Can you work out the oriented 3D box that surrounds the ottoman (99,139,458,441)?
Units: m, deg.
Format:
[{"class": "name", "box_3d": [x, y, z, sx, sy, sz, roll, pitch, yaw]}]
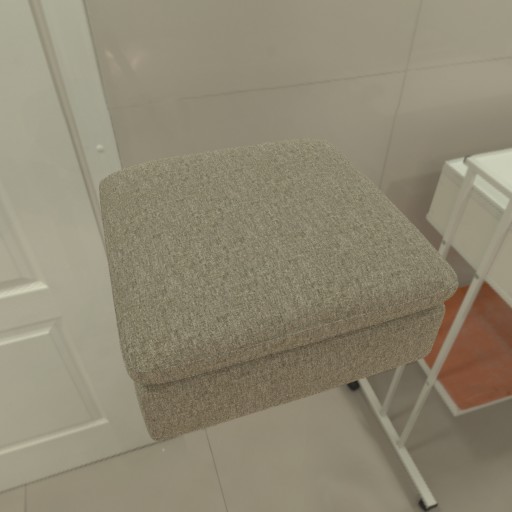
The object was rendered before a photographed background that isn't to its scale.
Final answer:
[{"class": "ottoman", "box_3d": [0.000, 0.000, 1.686, 1.039, 0.526, 1.035, -13, 43, -14]}]
